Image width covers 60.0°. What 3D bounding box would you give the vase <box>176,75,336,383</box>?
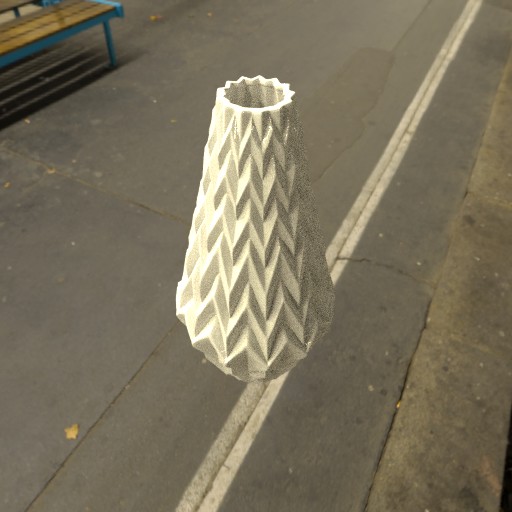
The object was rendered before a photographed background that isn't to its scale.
[{"bbox_3d":[0.000,0.000,0.425,0.167,0.328,0.167,0,46,0],"label":"vase"}]
